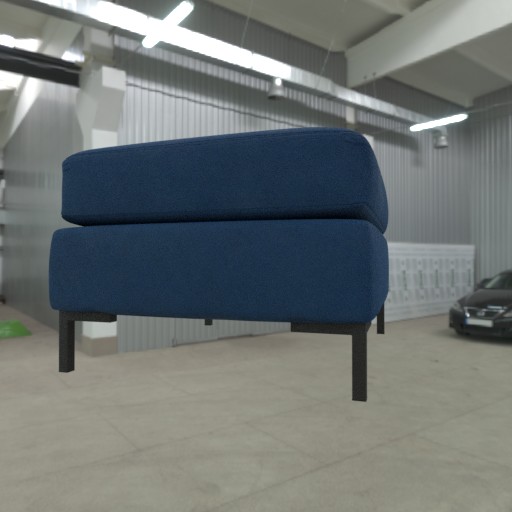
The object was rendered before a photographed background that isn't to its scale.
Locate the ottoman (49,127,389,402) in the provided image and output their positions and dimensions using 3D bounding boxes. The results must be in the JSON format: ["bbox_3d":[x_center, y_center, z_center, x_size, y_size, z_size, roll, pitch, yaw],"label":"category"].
[{"bbox_3d":[0.000,0.000,1.162,0.655,0.485,0.794,0,-1,18],"label":"ottoman"}]
